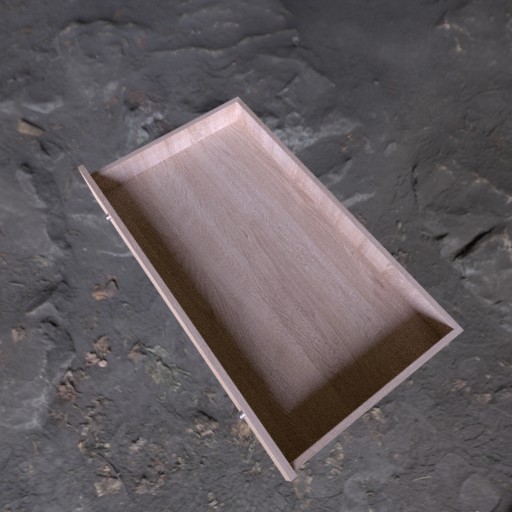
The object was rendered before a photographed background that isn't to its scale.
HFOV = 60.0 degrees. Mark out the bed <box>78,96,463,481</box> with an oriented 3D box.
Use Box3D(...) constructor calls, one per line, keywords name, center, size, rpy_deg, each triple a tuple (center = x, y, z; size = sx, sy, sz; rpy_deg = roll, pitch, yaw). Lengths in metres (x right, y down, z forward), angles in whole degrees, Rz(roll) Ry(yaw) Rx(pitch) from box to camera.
Box3D(name="bed", center=(0.000, 0.000, 1.500), size=(0.685, 0.209, 1.200), rpy_deg=(-33, 68, -15))
